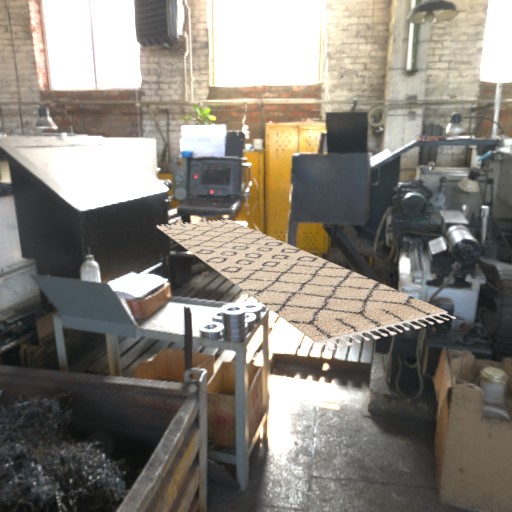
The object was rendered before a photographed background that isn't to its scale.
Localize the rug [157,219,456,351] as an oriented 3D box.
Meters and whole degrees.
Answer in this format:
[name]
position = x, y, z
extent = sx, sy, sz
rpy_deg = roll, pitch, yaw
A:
[rug]
position = 0.000, 0.000, 2.741
extent = 0.660, 0.005, 2.464
rpy_deg = -7, 17, -25
